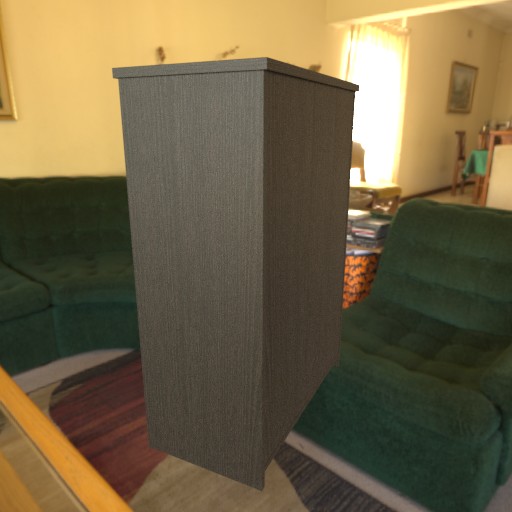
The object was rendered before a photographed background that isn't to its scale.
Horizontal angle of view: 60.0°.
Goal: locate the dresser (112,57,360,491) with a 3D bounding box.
[{"bbox_3d":[0.000,0.000,1.363,0.399,1.020,0.704,8,19,25],"label":"dresser"}]
